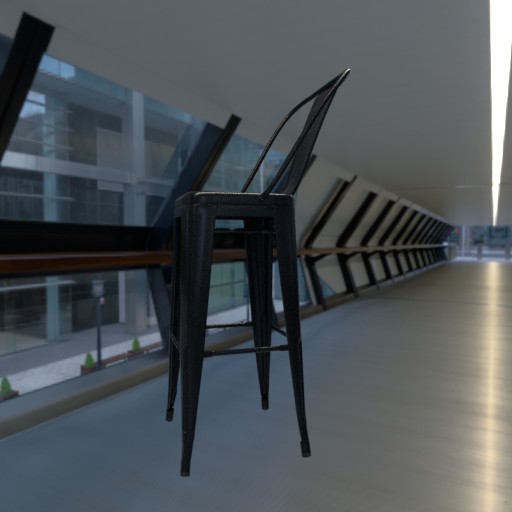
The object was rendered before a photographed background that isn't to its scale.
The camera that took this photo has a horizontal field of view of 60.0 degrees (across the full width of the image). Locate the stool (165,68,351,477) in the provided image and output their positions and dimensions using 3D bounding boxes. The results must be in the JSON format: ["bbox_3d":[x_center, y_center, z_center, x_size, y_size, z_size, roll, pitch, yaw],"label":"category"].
[{"bbox_3d":[0.000,0.000,1.339,0.513,1.096,0.399,-1,3,-17],"label":"stool"}]
